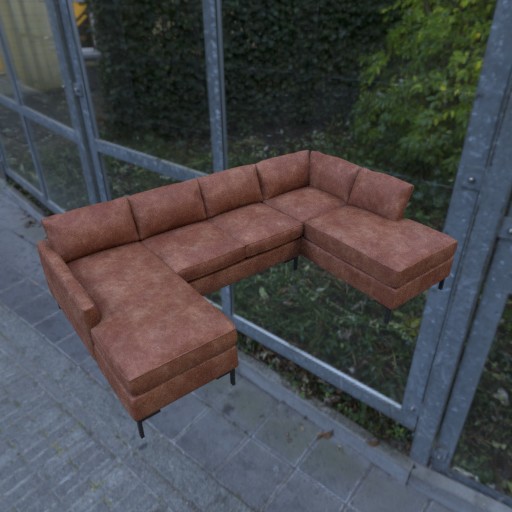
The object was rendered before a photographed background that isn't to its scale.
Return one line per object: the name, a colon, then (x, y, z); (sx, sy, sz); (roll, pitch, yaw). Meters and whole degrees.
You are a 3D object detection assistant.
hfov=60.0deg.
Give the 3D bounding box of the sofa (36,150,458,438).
sofa: (0.000, 0.000, 3.725); (2.956, 0.900, 1.939); (-22, 37, -32)
